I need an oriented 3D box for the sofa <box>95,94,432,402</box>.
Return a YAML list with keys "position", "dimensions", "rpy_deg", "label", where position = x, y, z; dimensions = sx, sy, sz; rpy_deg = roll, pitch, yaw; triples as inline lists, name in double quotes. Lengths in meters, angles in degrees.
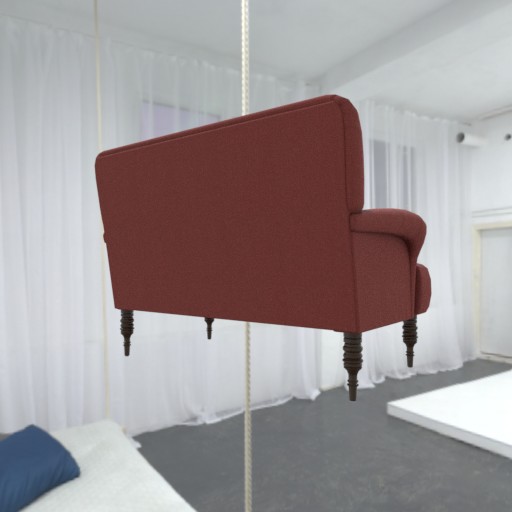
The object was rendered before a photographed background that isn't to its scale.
- position: [0.000, 0.000, 1.850]
  dimensions: [1.297, 0.889, 0.779]
  rpy_deg: [-1, -1, 37]
  label: "sofa"
